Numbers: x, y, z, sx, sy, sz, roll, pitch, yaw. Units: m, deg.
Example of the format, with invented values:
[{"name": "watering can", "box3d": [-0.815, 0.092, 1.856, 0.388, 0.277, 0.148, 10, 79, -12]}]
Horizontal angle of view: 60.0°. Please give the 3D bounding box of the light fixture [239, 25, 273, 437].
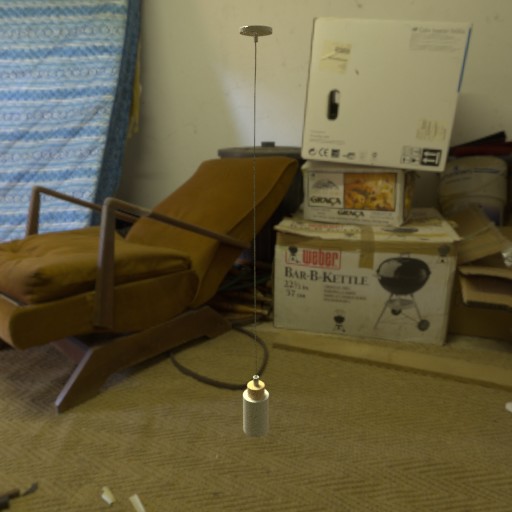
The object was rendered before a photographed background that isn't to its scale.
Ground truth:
[{"name": "light fixture", "box3d": [0.000, 0.000, 1.939, 0.125, 1.798, 0.125, -3, 17, -8]}]
